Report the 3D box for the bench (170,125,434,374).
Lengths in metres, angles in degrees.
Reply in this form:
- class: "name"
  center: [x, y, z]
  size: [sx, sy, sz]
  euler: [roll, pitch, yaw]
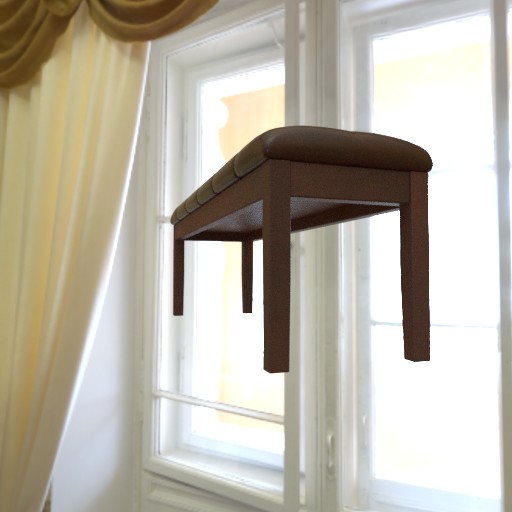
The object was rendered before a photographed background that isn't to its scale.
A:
- class: "bench"
  center: [0.000, 0.000, 1.474]
  size: [0.401, 0.491, 1.259]
  euler: [1, -2, -19]
